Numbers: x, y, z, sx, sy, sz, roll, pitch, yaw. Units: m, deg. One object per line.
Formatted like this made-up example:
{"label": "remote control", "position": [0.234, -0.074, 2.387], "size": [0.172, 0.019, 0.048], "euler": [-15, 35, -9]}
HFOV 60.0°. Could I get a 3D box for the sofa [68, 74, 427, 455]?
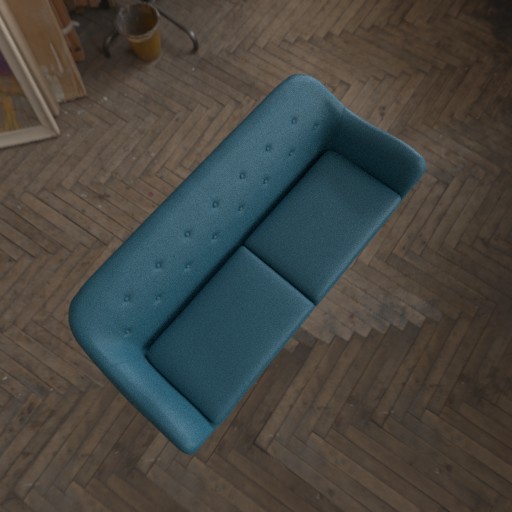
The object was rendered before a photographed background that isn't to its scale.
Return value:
{"label": "sofa", "position": [0.000, 0.000, 2.317], "size": [0.820, 0.836, 1.840], "euler": [39, 78, 10]}
